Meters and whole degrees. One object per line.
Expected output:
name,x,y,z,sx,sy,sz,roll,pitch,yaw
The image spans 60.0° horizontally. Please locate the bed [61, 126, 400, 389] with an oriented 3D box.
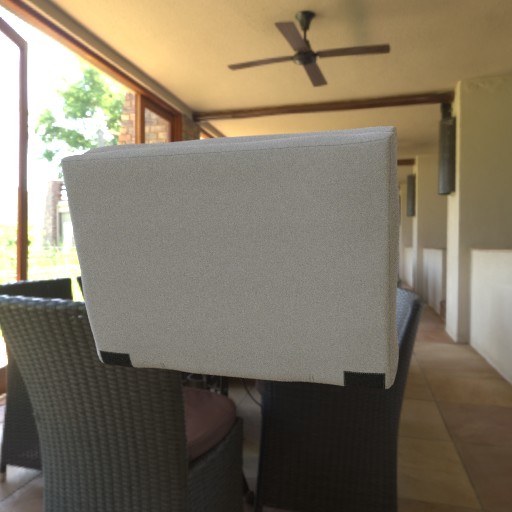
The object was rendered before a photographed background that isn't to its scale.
bed,0.000,0.000,1.306,0.799,0.614,0.749,0,1,17
